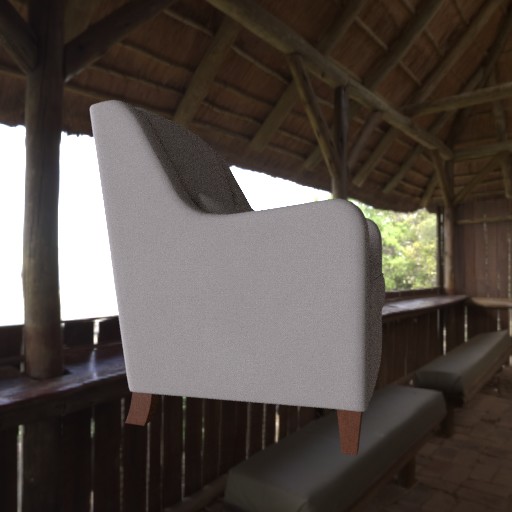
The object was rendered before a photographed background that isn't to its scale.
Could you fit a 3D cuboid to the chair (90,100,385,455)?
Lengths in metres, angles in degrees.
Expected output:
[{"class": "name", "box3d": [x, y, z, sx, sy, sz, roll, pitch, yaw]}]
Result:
[{"class": "chair", "box3d": [0.000, 0.000, 1.566, 0.863, 1.010, 0.715, 0, 0, 19]}]
